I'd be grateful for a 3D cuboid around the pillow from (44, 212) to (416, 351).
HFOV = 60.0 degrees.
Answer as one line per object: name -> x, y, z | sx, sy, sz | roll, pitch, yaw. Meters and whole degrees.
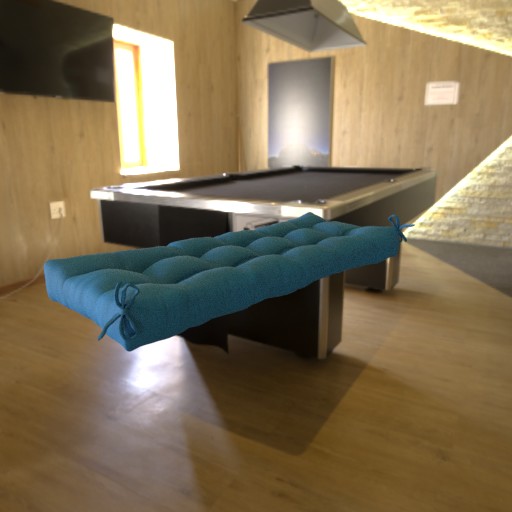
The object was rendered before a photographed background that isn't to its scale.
pillow -> 0.000, 0.000, 1.383 | 1.194, 0.174, 0.511 | -14, 21, -42
